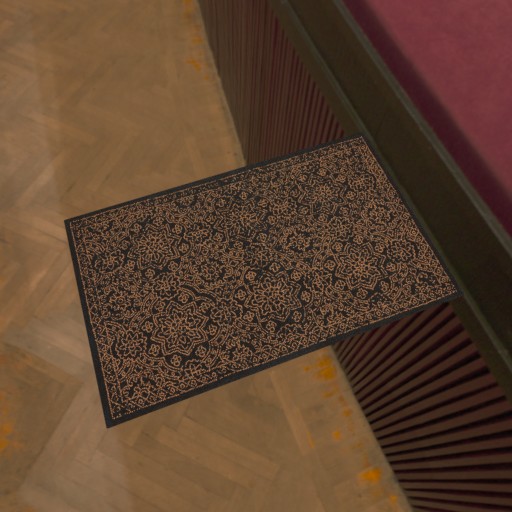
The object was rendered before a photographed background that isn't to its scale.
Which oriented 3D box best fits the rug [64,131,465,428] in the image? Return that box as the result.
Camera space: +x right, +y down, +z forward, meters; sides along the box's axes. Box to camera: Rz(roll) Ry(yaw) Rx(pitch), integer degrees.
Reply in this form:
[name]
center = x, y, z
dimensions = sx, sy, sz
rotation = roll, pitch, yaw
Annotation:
[rug]
center = 0.000, 0.000, 3.120
dimensions = 2.441, 0.015, 1.526
rotation = -18, 65, -9
